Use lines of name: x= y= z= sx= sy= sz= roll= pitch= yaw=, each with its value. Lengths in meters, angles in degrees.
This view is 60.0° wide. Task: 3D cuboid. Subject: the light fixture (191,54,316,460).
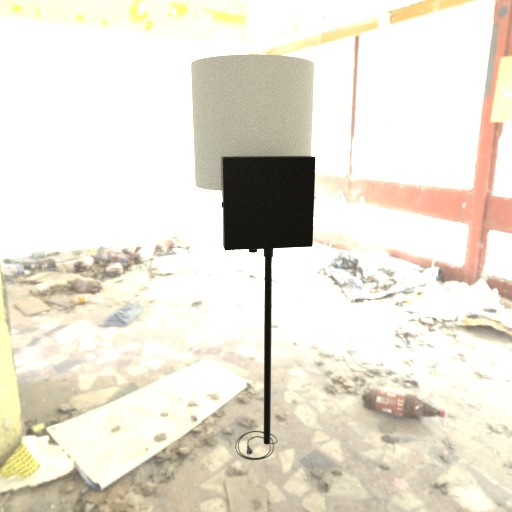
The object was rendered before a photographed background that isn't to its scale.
light fixture: x=0.000 y=0.000 z=0.727 sx=0.188 sy=0.589 sz=0.248 roll=-3 pitch=15 yaw=-9
